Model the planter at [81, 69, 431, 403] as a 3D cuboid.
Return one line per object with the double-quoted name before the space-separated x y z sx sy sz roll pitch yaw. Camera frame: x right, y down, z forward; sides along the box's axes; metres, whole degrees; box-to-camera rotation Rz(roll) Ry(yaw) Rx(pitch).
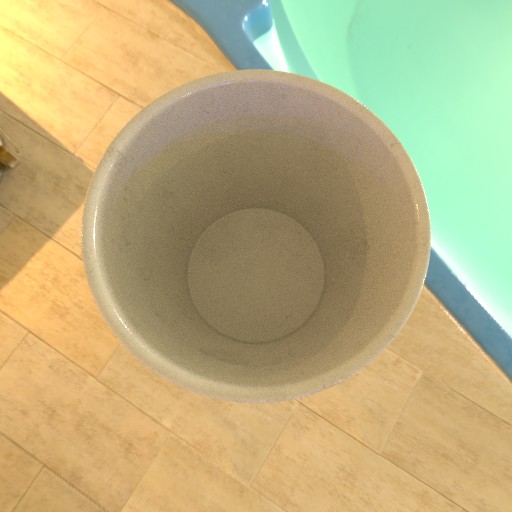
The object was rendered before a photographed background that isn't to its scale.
"planter" 0.000 0.000 0.436 0.260 0.220 0.260 0 76 0
